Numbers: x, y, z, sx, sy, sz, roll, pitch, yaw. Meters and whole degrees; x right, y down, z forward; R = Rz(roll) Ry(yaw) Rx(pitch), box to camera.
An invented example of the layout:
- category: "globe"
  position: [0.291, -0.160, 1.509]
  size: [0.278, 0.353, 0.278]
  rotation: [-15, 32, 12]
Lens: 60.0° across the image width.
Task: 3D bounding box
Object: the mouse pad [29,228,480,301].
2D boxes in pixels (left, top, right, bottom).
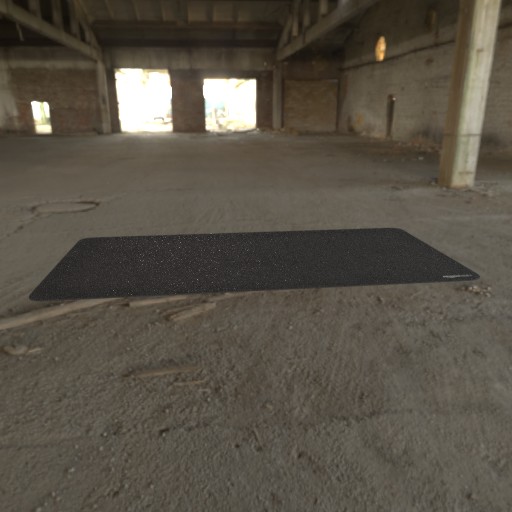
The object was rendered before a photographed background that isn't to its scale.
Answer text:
- category: "mouse pad"
  position: [0.000, 0.000, 1.061]
  size: [0.907, 0.003, 0.424]
  rotation: [-2, 18, -7]
